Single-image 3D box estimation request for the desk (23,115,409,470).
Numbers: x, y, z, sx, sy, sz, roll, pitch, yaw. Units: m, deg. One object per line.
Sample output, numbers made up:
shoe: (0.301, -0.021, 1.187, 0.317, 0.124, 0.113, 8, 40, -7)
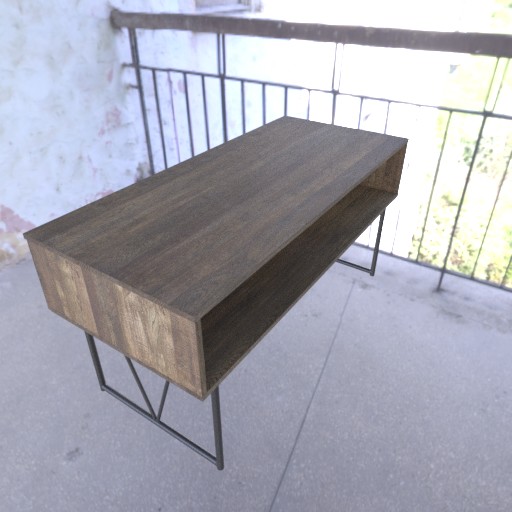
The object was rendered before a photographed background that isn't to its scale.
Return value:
desk: (0.000, 0.000, 2.001, 0.730, 0.780, 1.600, 20, 38, 28)
